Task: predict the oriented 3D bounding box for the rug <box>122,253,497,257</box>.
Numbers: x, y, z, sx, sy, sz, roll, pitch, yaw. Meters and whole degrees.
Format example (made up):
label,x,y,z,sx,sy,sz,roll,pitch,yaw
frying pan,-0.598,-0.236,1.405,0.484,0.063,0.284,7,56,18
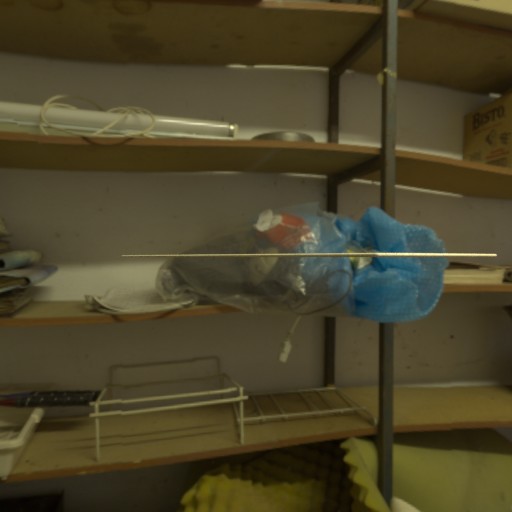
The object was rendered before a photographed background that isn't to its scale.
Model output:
label,x,y,z,sx,sy,sz,roll,pitch,yaw
rug,0.000,0.000,2.635,0.793,0.014,2.450,0,0,-36
